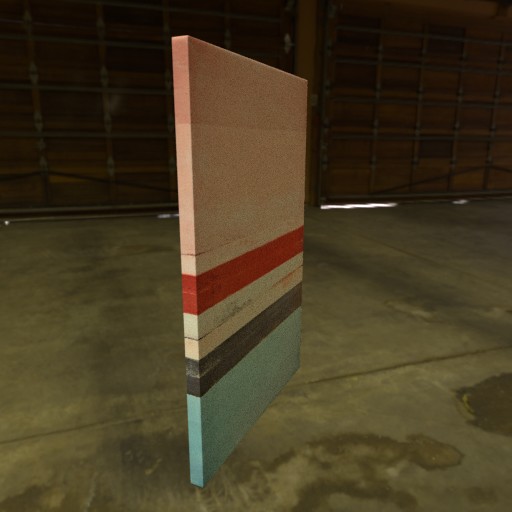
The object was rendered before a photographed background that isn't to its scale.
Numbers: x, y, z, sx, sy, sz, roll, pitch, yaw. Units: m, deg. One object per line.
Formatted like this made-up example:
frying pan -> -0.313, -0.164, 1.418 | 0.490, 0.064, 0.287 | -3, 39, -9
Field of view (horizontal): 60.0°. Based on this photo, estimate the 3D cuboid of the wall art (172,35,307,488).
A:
wall art -> 0.000, 0.000, 1.138 | 0.038, 0.914, 0.610 | 7, 16, 25
